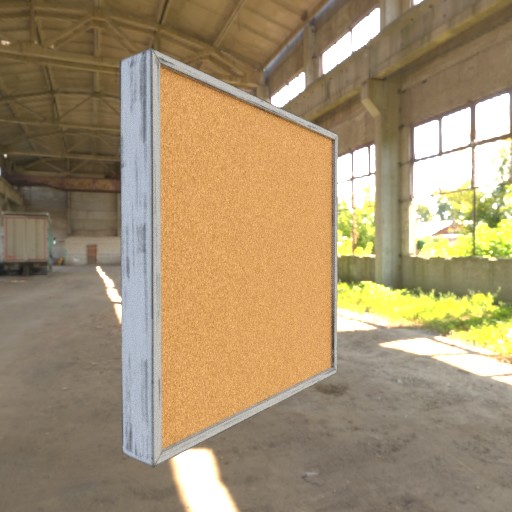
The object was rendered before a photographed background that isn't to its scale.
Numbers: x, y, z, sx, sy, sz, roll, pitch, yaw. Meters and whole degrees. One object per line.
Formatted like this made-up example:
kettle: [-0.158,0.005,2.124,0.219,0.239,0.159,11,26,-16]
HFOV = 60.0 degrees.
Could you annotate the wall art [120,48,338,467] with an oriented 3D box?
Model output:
wall art: [0.000,0.000,0.453,0.036,0.303,0.303,1,2,36]
